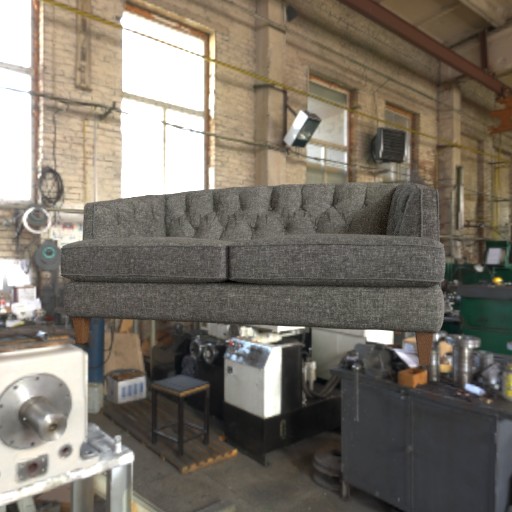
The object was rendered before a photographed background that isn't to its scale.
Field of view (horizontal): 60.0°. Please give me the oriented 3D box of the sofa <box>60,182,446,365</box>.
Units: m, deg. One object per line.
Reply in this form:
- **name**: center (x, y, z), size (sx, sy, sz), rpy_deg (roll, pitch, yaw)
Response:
- **sofa**: center (0.000, 0.000, 2.301), size (1.733, 0.855, 0.941), rpy_deg (0, 0, 16)
